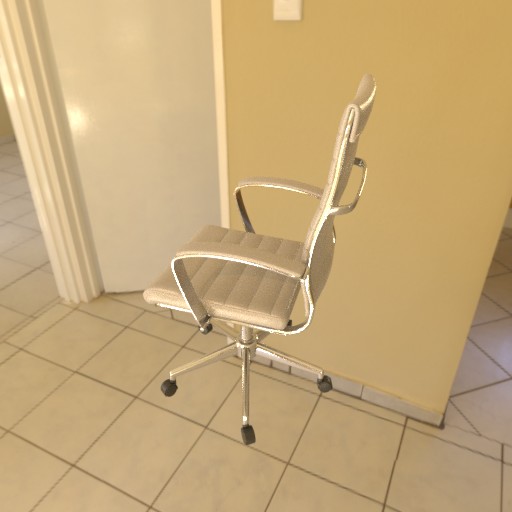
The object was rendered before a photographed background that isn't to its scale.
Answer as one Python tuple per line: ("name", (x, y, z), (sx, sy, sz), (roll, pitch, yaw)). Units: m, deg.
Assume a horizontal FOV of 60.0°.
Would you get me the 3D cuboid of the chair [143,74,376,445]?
("chair", (0.000, 0.000, 1.541), (0.667, 1.149, 0.679), (9, 32, 14))
